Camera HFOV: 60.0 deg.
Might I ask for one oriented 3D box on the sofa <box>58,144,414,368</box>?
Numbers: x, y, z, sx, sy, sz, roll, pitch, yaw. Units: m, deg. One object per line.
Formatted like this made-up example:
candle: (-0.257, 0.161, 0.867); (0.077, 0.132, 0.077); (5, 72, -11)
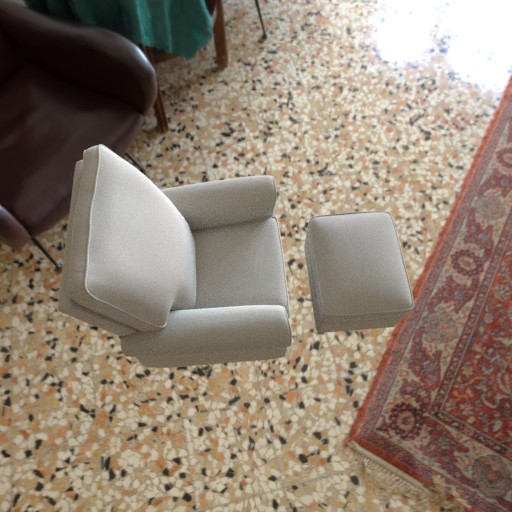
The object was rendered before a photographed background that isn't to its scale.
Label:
sofa: (0.000, 0.000, 2.067); (1.478, 0.959, 0.880); (-4, 64, -2)
